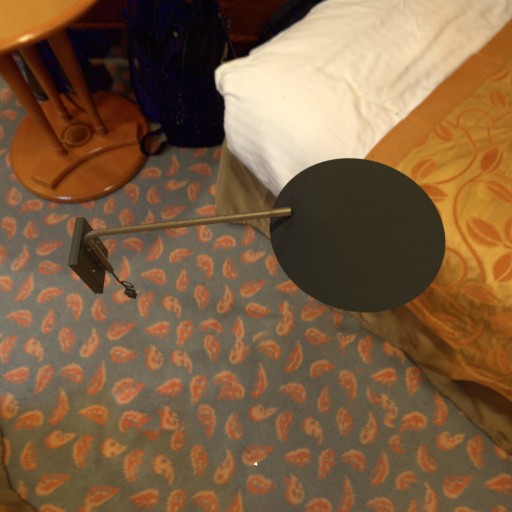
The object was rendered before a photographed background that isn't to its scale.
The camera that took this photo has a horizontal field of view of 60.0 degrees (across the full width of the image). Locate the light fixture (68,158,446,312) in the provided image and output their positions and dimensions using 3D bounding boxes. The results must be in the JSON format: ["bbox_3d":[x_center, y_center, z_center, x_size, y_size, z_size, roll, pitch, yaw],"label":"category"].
[{"bbox_3d":[0.000,0.000,0.680,0.516,0.312,0.240,-1,65,-1],"label":"light fixture"}]
